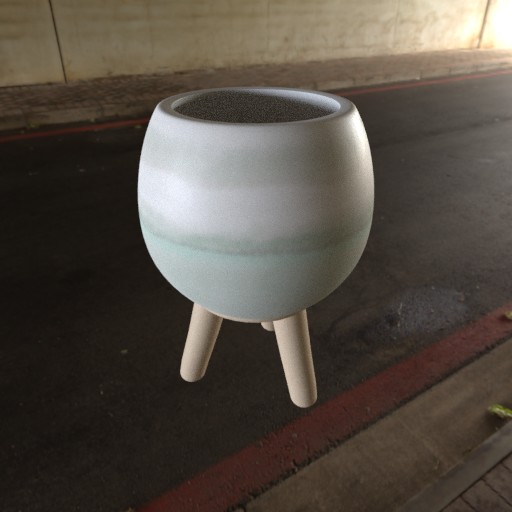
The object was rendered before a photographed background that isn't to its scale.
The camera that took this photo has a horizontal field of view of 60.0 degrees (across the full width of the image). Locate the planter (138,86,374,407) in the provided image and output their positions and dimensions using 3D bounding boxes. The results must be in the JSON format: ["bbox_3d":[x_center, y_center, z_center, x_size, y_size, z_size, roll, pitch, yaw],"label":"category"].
[{"bbox_3d":[0.000,0.000,0.336,0.161,0.224,0.161,0,30,0],"label":"planter"}]
